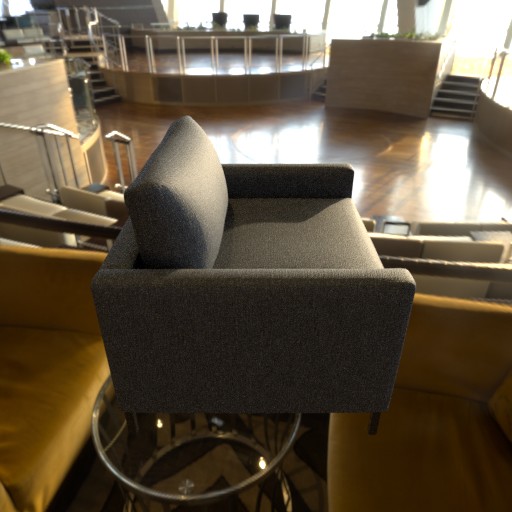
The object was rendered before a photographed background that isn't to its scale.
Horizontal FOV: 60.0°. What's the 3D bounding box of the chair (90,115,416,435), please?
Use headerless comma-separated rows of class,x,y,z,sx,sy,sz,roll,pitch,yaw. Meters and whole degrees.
chair,0.000,0.000,1.628,0.866,0.861,0.963,0,31,0
